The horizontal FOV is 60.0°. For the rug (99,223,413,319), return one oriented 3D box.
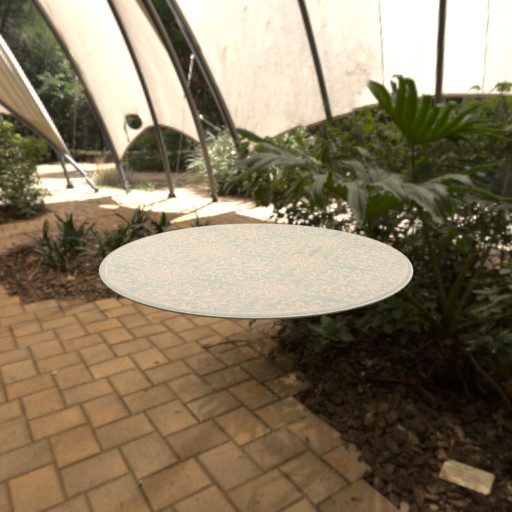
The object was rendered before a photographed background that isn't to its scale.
[{"bbox_3d":[0.000,0.000,2.371,1.593,0.012,1.593,0,17,0],"label":"rug"}]
